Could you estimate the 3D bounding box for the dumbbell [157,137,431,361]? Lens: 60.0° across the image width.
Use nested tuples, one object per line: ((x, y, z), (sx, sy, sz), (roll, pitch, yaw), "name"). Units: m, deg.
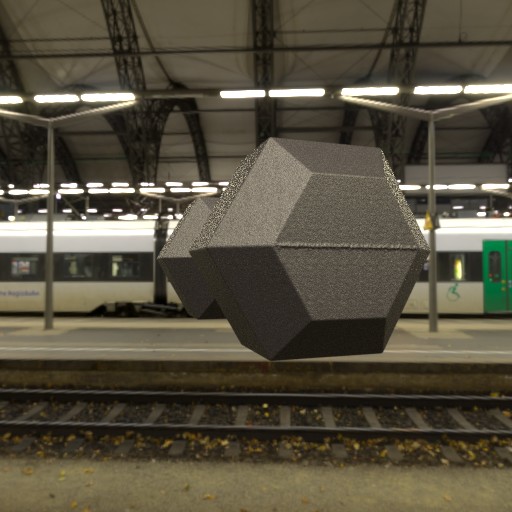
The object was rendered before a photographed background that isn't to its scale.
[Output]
((0.000, 0.000, 0.327), (0.122, 0.106, 0.271), (1, -2, -18), "dumbbell")
